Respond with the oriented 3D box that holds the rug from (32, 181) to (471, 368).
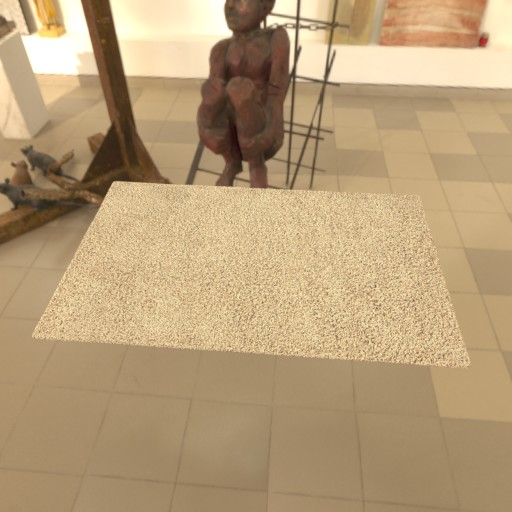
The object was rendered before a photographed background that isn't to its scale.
[{"bbox_3d":[0.000,0.000,2.984,2.438,0.030,1.524,3,45,3],"label":"rug"}]
